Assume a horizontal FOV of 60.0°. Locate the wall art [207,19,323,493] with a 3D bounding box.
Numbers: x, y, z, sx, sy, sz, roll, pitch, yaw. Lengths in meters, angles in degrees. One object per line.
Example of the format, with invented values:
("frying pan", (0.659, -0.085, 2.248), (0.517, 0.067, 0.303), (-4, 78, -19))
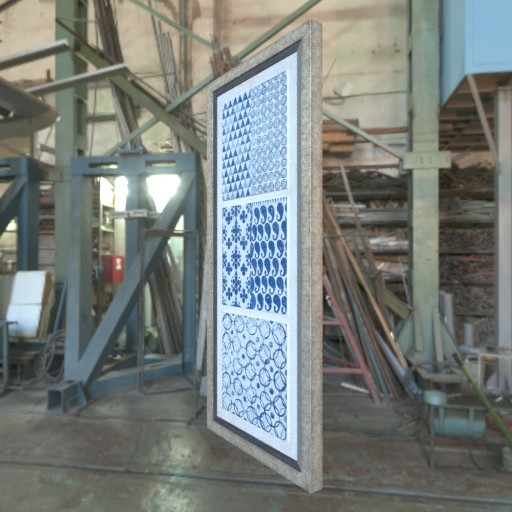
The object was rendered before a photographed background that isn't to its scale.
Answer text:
("wall art", (0.000, 0.000, 1.640), (0.051, 1.461, 0.648), (0, 0, -36))
